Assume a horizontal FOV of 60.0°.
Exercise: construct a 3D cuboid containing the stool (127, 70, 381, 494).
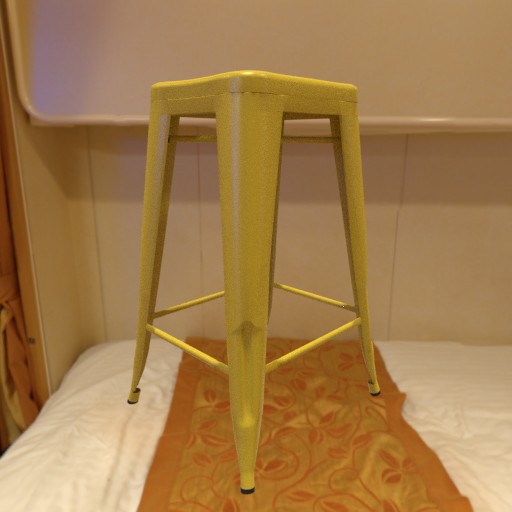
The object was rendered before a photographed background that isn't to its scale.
[{"bbox_3d":[0.000,0.000,0.840,0.359,0.609,0.399,14,20,42],"label":"stool"}]
